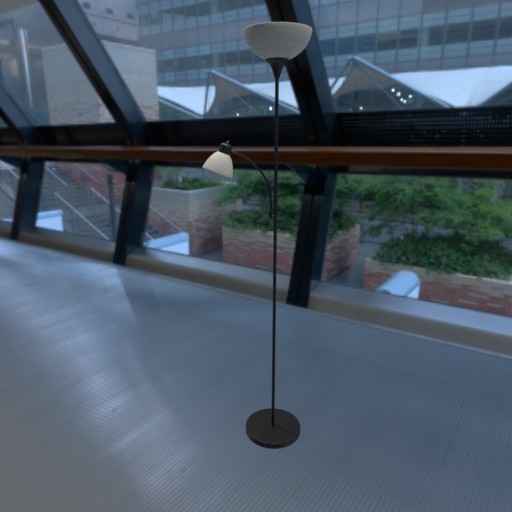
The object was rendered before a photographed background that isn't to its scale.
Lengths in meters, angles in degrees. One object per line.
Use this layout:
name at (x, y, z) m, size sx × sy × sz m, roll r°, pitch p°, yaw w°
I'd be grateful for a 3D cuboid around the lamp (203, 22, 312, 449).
lamp at (0.000, 0.000, 1.943) m, size 0.442 × 1.804 × 0.279 m, roll -3°, pitch 16°, yaw -10°
